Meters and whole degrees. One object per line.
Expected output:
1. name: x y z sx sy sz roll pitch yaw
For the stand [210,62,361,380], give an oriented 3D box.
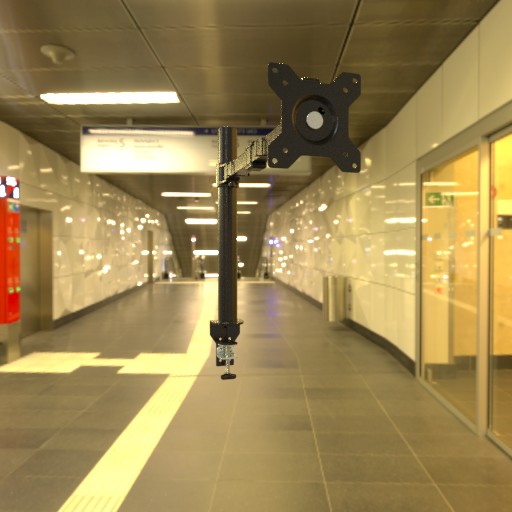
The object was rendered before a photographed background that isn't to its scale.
1. stand: 0.000 0.000 0.719 0.115 0.510 0.456 0 1 -17
